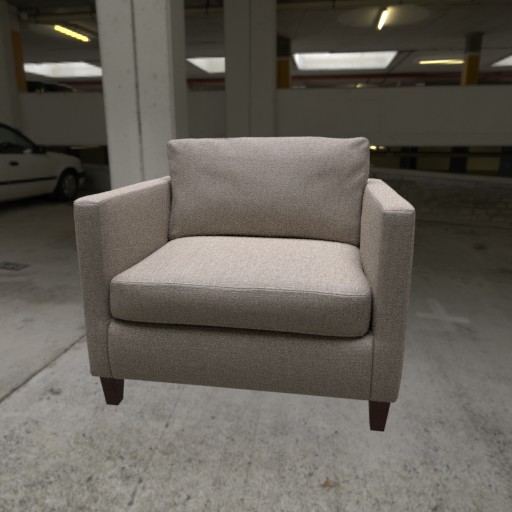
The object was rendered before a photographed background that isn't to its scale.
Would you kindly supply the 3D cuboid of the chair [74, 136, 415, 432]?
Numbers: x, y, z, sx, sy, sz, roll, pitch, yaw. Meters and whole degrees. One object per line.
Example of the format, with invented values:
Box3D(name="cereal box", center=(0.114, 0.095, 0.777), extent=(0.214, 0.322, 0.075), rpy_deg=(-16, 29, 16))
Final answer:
Box3D(name="chair", center=(0.000, 0.000, 1.847), extent=(1.107, 0.961, 0.959), rpy_deg=(2, 15, 9))
